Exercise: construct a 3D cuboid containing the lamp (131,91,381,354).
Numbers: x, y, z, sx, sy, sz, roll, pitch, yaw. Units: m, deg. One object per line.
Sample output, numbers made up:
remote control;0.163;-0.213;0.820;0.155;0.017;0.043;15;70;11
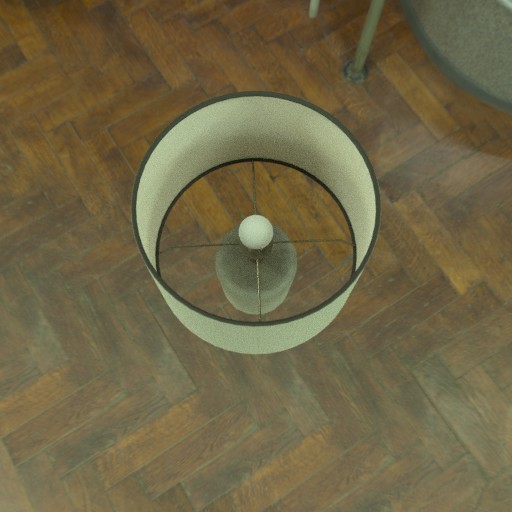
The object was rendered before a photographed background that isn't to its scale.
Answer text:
lamp;0.000;0.000;0.862;0.376;0.594;0.376;0;76;0
